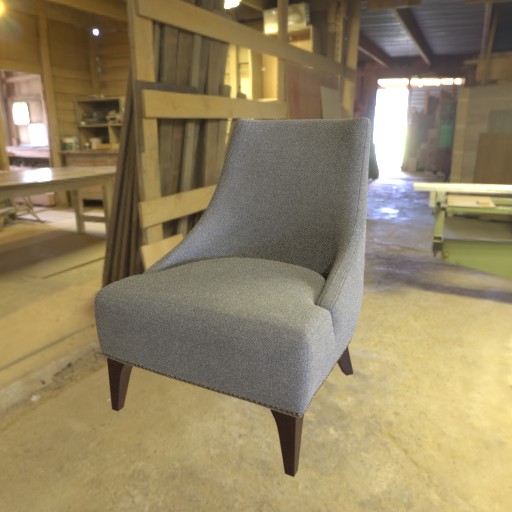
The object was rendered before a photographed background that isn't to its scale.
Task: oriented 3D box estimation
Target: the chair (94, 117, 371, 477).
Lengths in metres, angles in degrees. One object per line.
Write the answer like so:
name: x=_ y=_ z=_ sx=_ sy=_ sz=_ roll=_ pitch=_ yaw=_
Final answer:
chair: x=0.000 y=0.000 z=1.496 sx=0.701 sy=0.909 sz=0.861 roll=8 pitch=17 yaw=26
